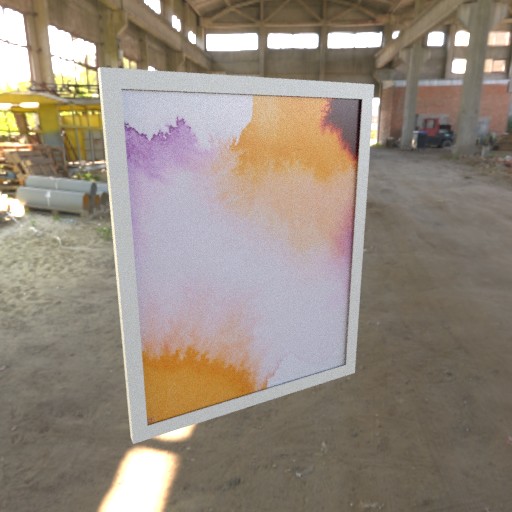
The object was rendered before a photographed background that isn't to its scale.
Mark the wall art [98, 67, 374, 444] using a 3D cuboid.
[{"bbox_3d":[0.000,0.000,1.081,0.661,0.811,0.026,-8,18,-27],"label":"wall art"}]
